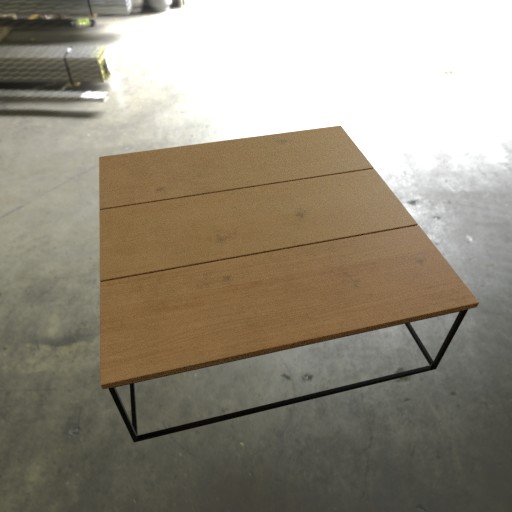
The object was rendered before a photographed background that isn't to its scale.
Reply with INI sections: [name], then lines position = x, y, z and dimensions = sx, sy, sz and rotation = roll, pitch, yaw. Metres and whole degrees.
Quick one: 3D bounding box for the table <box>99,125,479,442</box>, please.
[table]
position = 0.000, 0.000, 1.748
dimensions = 1.100, 0.400, 1.100
rotation = -10, 46, -10
